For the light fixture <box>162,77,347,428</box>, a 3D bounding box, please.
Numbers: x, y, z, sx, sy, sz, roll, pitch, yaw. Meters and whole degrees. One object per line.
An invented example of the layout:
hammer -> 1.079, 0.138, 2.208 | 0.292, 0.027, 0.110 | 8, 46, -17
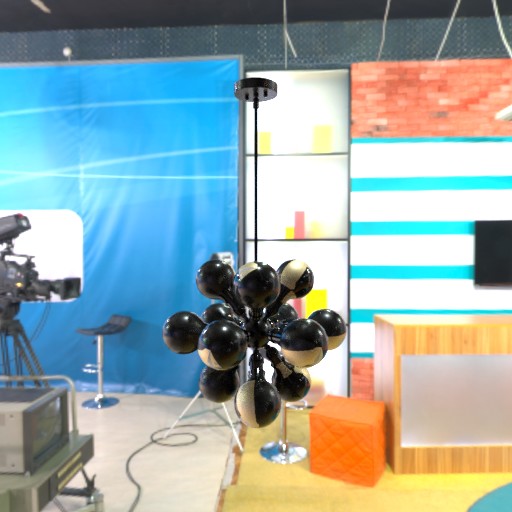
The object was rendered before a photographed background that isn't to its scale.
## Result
light fixture -> 0.000, 0.000, 1.123 | 0.420, 0.859, 0.468 | -1, 1, -36
